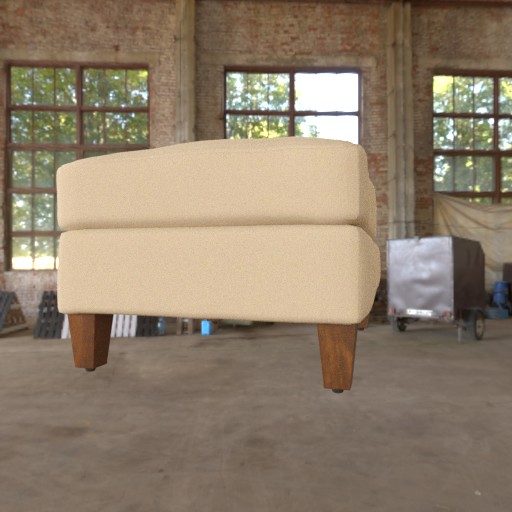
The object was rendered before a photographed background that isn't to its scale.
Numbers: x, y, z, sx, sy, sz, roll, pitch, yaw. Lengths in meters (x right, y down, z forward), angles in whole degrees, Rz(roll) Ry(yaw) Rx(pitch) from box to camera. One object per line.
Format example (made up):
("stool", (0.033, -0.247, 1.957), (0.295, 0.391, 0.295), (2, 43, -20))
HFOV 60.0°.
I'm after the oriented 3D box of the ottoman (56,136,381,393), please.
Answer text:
("ottoman", (0.000, 0.000, 1.191), (0.634, 0.485, 0.818), (0, 0, 17))
